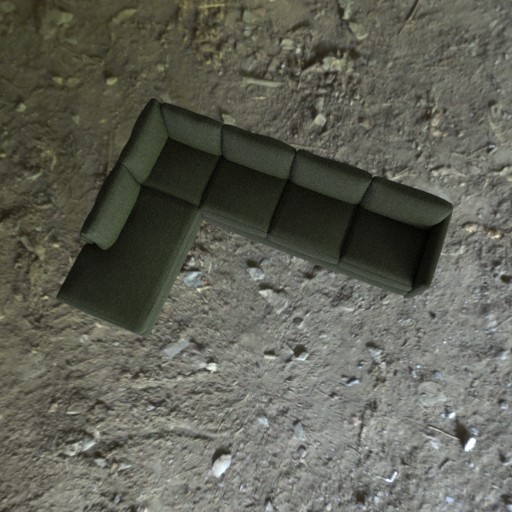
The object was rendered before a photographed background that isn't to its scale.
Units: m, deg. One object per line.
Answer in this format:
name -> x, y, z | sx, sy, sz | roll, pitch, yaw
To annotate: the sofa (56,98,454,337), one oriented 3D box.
sofa -> 0.000, 0.000, 3.900 | 2.949, 0.815, 2.007 | 21, 75, 6
